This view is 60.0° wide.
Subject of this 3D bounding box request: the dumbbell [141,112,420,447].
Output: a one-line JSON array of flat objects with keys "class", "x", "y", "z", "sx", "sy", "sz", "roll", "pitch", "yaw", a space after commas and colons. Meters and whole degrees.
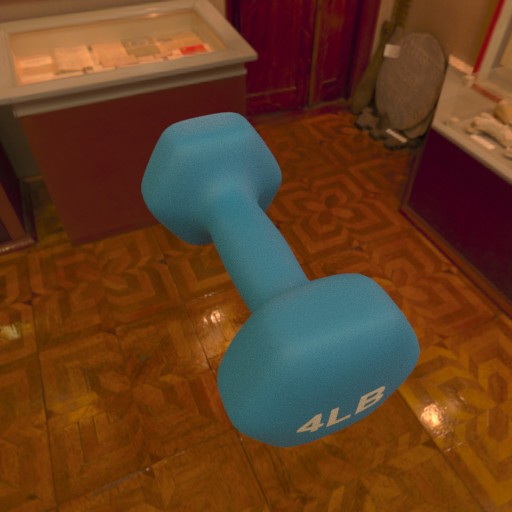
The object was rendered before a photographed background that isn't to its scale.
[{"class": "dumbbell", "x": 0.000, "y": 0.000, "z": 0.192, "sx": 0.074, "sy": 0.066, "sz": 0.152, "roll": -16, "pitch": 48, "yaw": -15}]
